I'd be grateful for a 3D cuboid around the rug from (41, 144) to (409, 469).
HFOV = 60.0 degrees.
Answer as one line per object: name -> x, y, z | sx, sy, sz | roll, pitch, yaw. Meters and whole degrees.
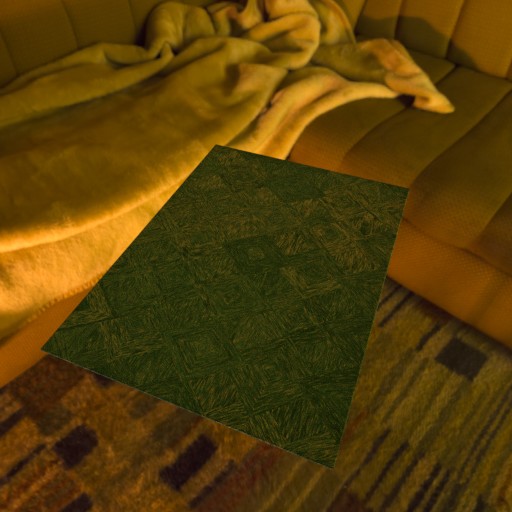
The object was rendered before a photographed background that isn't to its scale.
rug -> 0.000, 0.000, 4.250 | 2.405, 0.027, 3.217 | 16, 48, 15
